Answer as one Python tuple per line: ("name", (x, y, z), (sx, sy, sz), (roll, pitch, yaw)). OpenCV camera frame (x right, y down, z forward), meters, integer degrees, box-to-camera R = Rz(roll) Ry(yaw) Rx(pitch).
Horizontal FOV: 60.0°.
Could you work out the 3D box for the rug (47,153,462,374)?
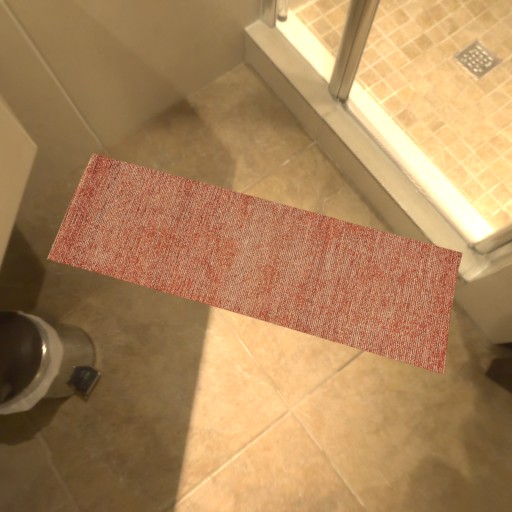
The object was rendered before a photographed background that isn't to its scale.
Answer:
("rug", (0.000, 0.000, 2.602), (2.353, 0.013, 0.718), (16, 75, 4))
